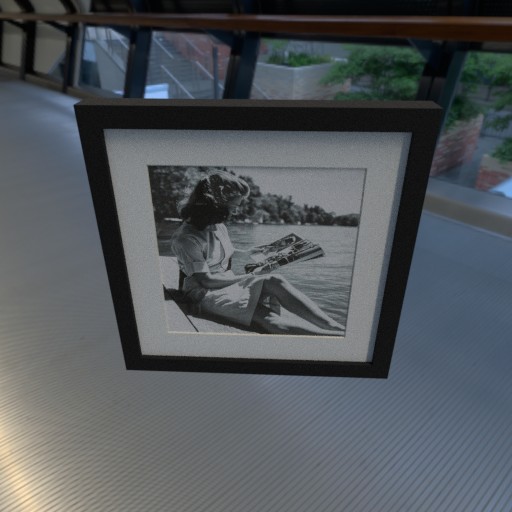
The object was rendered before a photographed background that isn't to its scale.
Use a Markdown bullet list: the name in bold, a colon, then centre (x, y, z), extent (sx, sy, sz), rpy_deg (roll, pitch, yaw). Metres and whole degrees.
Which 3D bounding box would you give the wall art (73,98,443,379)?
- **wall art**: centre (0.000, 0.000, 0.458), extent (0.308, 0.305, 0.030), rpy_deg (1, 30, 2)
